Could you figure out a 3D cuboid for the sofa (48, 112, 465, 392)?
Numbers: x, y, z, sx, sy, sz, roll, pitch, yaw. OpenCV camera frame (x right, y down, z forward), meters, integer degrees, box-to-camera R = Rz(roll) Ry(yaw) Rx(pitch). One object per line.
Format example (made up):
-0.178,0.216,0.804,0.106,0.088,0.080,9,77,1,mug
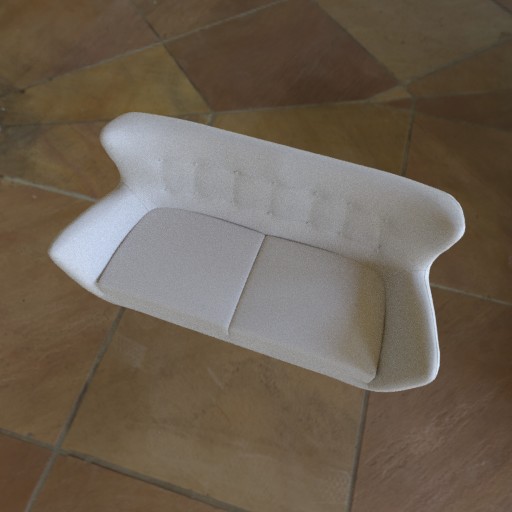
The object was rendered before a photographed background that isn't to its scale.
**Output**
0.000,0.000,2.382,1.930,0.890,0.899,17,62,9,sofa
